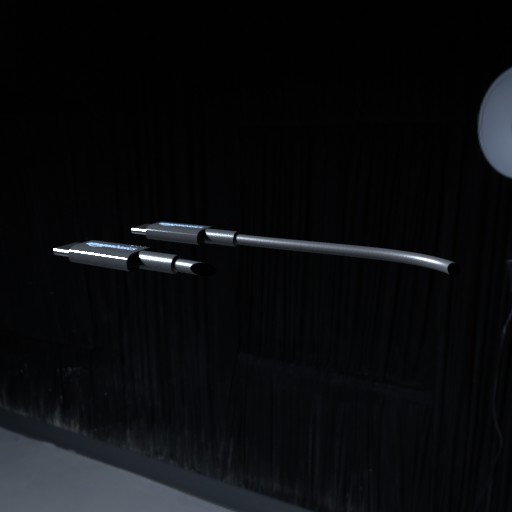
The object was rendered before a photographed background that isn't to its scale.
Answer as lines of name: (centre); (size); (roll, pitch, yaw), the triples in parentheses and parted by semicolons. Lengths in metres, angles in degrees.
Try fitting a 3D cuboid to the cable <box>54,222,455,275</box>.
cable: (0.000, 0.000, 0.111); (0.098, 0.005, 0.041); (7, 16, 25)
